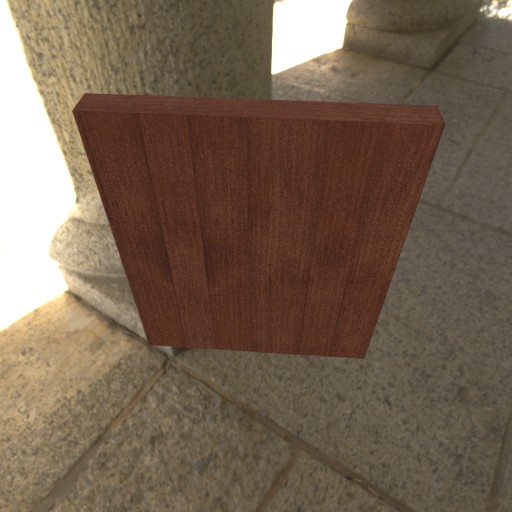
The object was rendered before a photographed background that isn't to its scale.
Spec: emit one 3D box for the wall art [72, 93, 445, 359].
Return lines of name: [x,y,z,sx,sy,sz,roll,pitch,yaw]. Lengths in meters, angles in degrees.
wall art: [0.000,0.000,0.625,0.377,0.449,0.039,3,47,3]
